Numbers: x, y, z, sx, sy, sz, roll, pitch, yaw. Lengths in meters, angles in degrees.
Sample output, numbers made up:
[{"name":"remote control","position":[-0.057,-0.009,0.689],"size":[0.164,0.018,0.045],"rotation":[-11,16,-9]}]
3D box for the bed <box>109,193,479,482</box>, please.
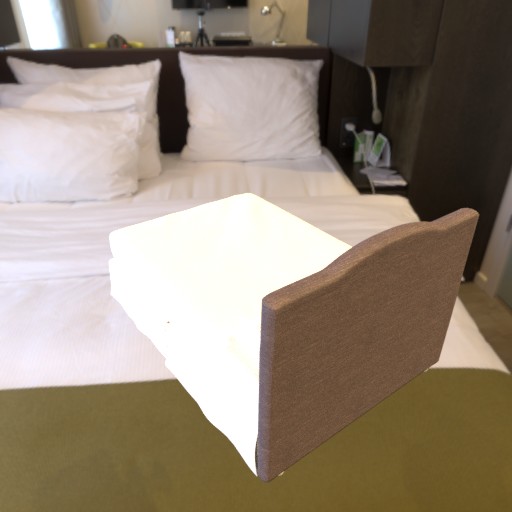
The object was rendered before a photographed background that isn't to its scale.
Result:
[{"name":"bed","position":[0.000,0.000,3.559],"size":[1.741,1.441,2.507],"rotation":[-21,37,-31]}]
